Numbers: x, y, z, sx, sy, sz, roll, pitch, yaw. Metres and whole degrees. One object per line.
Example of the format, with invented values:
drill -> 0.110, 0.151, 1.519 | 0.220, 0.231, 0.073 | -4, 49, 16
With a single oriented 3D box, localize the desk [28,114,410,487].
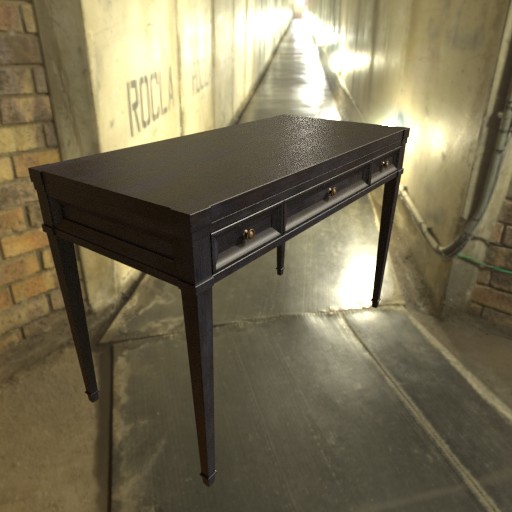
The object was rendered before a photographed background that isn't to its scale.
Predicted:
desk -> 0.000, 0.000, 1.720 | 0.630, 0.861, 1.289 | 18, 31, 33
